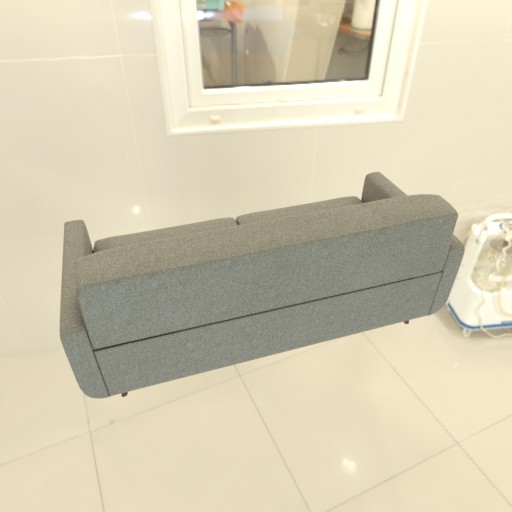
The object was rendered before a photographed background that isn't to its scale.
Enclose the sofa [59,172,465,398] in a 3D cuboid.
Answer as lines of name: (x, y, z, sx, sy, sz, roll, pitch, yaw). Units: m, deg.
sofa: (0.000, 0.000, 2.570, 2.055, 0.873, 0.968, -11, 39, -14)
